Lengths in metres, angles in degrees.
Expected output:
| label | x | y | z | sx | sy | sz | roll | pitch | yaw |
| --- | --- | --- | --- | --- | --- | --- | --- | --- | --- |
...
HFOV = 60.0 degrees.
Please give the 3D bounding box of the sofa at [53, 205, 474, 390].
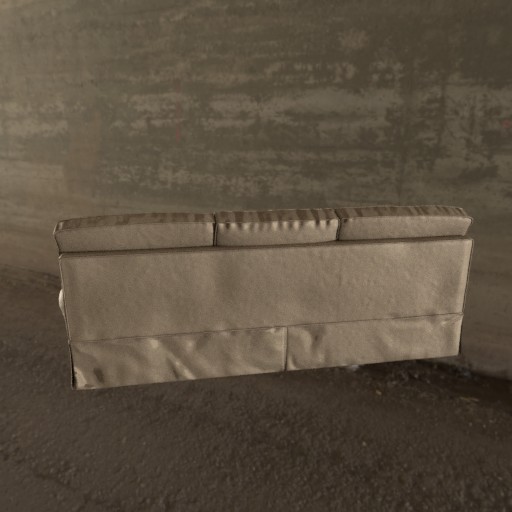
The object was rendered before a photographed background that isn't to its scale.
| label | x | y | z | sx | sy | sz | roll | pitch | yaw |
| --- | --- | --- | --- | --- | --- | --- | --- | --- | --- |
| sofa | 0.000 | 0.000 | 3.359 | 2.475 | 0.978 | 1.733 | -3 | 17 | -9 |
